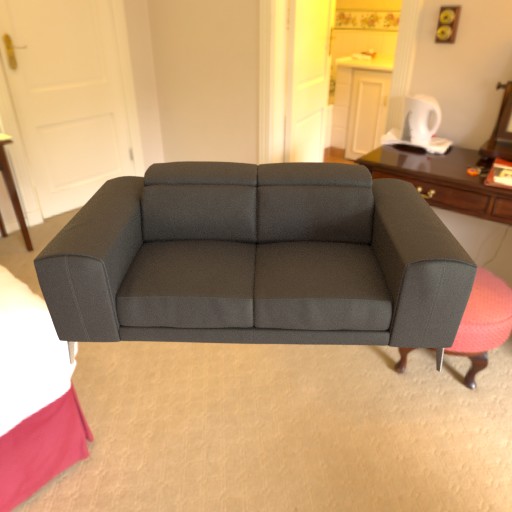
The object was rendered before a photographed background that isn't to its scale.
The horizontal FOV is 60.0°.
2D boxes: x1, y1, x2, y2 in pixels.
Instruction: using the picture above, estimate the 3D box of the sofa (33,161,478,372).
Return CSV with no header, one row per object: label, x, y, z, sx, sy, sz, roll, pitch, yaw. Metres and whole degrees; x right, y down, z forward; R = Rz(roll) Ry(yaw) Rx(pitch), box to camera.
sofa,0.000,0.000,2.385,1.895,0.779,1.003,1,30,1
